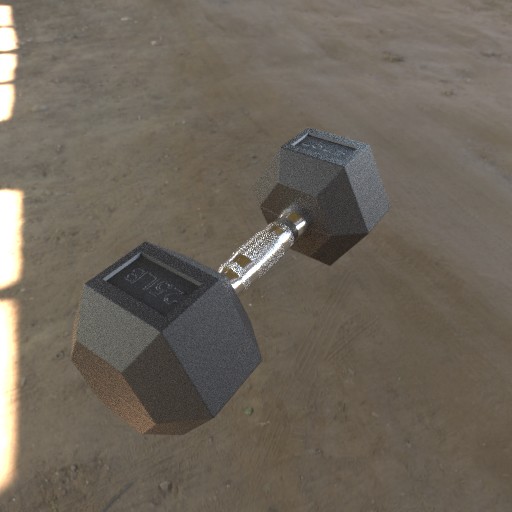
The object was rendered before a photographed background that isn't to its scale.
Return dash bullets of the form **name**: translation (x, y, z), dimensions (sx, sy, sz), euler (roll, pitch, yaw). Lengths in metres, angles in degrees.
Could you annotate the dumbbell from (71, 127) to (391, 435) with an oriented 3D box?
- **dumbbell**: translation (0.000, 0.000, 0.374), dimensions (0.129, 0.113, 0.315), euler (25, 46, 26)
